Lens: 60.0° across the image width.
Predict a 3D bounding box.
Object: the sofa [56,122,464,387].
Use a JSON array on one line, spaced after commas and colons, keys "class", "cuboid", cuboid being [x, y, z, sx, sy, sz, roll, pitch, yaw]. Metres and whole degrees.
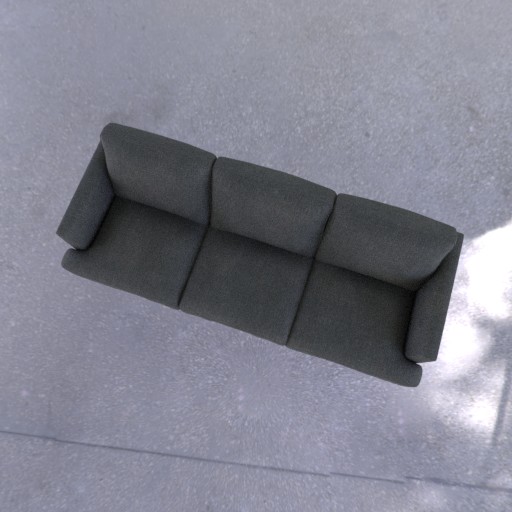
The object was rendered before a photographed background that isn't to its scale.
[{"class": "sofa", "cuboid": [0.000, 0.000, 2.697, 2.246, 0.930, 0.903, 18, 75, 5]}]
